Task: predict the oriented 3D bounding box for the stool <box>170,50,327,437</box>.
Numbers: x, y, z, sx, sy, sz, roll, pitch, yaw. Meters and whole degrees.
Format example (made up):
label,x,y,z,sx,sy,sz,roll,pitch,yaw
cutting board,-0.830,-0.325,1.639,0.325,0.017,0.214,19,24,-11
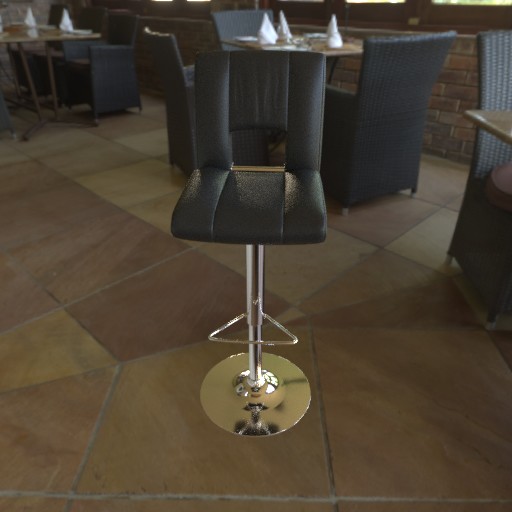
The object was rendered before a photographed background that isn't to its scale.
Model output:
label,x,y,z,sx,sy,sz,roll,pitch,yaw
stool,0.000,0.000,1.411,0.415,1.151,0.520,2,31,3
